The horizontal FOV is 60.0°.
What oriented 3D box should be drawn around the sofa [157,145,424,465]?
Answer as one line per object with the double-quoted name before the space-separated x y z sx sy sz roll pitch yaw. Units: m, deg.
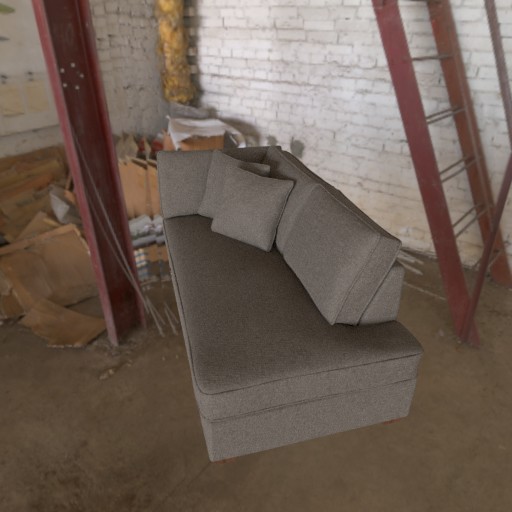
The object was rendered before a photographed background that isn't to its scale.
"sofa" 0.000 0.000 2.905 1.110 1.033 2.237 -8 30 -13
